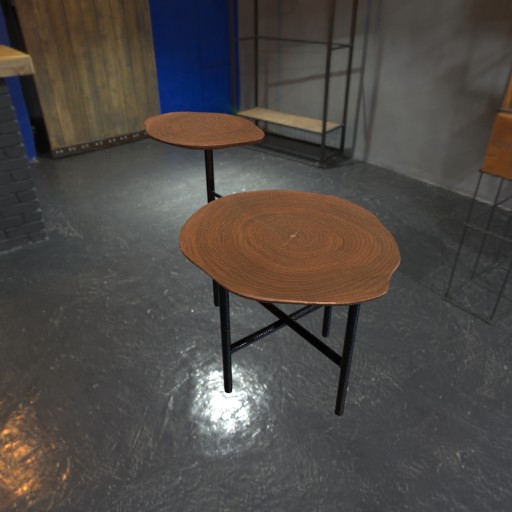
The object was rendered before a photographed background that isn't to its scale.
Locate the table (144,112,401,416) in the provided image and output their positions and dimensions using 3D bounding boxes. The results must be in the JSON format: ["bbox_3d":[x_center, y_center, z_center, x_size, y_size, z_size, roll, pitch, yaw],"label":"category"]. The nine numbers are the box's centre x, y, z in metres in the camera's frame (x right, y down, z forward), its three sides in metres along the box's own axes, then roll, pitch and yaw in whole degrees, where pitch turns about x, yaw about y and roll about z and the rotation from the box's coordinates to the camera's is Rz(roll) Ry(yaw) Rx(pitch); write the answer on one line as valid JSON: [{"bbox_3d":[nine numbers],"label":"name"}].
[{"bbox_3d":[0.000,0.000,1.085,0.442,0.538,0.759,-22,38,-30],"label":"table"}]
